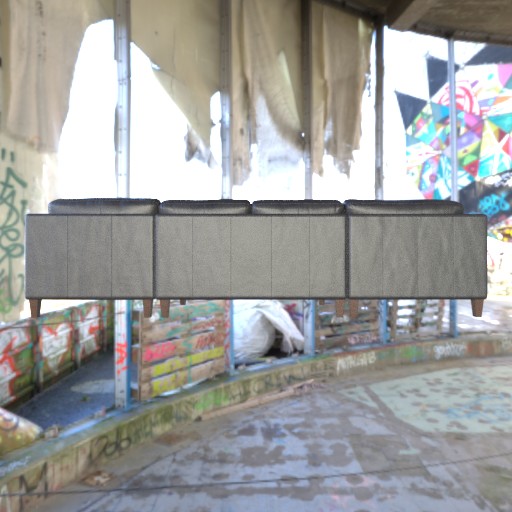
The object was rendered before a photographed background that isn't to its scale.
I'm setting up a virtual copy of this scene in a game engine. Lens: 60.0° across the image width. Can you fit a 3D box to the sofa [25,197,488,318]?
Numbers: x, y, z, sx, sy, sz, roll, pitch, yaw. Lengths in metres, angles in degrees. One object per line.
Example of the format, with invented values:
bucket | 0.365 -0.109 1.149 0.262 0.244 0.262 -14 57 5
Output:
sofa | 0.000 0.000 4.388 3.324 0.891 2.452 0 0 -1
